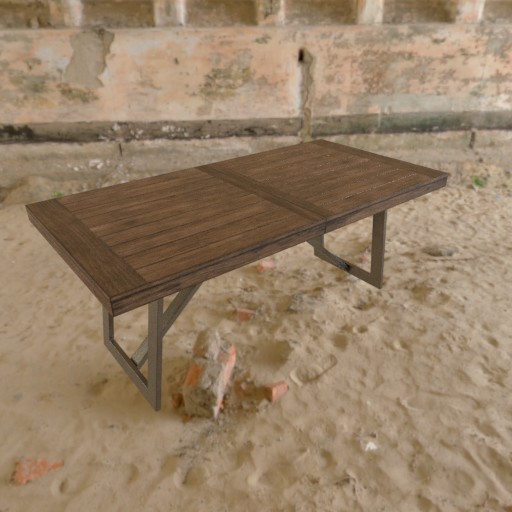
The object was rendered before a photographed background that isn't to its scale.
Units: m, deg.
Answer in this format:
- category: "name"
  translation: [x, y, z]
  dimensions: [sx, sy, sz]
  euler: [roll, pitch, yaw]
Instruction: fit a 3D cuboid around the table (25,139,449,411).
- category: "table"
  translation: [0.000, 0.000, 2.332]
  dimensions: [1.867, 0.757, 0.931]
  euler: [-21, 35, -33]
